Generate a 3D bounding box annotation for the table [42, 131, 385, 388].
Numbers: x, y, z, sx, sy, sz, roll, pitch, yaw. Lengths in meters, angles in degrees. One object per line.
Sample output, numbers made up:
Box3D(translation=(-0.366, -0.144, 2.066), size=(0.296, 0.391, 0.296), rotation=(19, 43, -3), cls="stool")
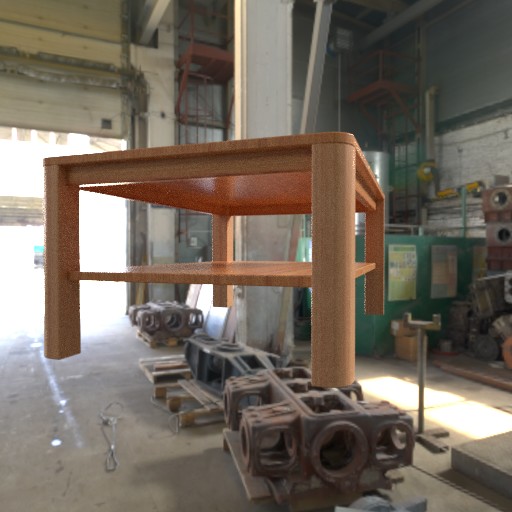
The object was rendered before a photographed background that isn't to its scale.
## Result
Box3D(translation=(0.000, 0.000, 1.341), size=(0.696, 0.445, 0.997), rotation=(0, 1, 19), cls="table")
